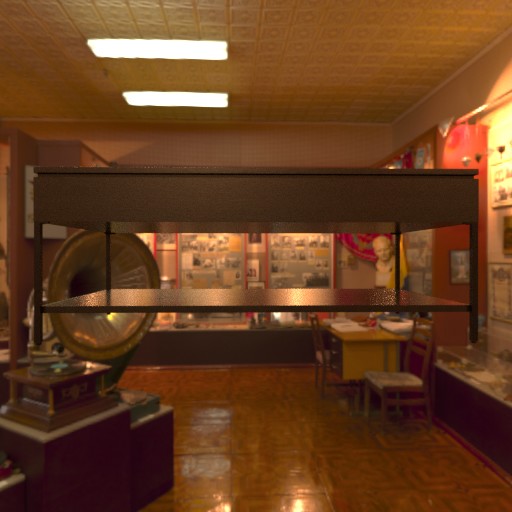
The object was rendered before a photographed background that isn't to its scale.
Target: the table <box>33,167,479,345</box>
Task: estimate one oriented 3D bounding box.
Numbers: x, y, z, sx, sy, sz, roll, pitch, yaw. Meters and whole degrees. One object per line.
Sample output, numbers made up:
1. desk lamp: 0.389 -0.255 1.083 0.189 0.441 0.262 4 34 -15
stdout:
1. table: 0.000 0.000 1.376 1.095 0.435 0.574 0 0 -1
